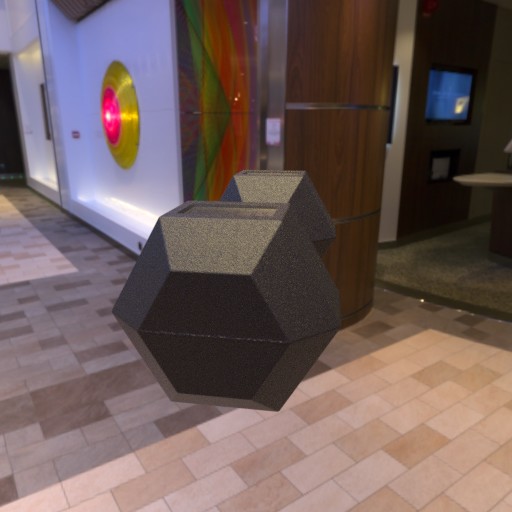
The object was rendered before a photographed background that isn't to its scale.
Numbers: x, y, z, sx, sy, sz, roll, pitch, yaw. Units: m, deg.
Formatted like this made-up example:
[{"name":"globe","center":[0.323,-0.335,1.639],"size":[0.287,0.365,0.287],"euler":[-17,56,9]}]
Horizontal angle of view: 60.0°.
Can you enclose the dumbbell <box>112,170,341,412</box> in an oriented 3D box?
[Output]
[{"name":"dumbbell","center":[0.000,0.000,0.478],"size":[0.173,0.150,0.384],"euler":[3,17,9]}]
